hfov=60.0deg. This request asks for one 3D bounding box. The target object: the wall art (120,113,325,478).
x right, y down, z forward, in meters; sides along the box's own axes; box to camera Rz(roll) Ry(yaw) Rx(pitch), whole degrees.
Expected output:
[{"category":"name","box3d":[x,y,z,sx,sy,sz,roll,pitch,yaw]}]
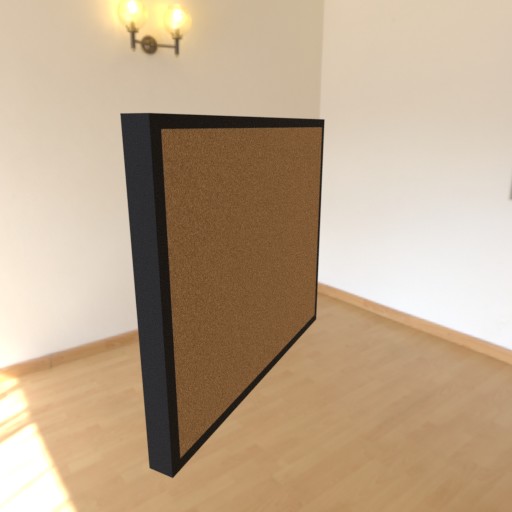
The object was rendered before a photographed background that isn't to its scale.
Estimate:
[{"category":"wall art","box3d":[0.000,0.000,0.544,0.028,0.325,0.397,8,18,26]}]
